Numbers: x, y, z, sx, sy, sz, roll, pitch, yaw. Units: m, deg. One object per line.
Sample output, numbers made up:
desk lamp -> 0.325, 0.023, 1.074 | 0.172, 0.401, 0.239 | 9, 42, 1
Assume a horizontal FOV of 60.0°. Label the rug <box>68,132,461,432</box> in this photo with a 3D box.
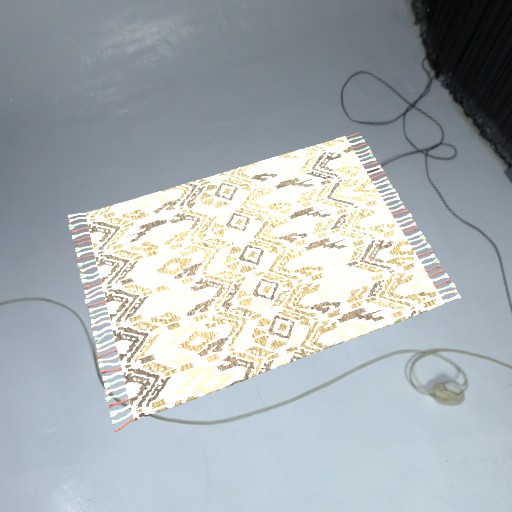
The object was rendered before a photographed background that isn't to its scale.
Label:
rug -> 0.000, 0.000, 2.389 | 1.829, 0.008, 1.219 | -18, 65, -9
